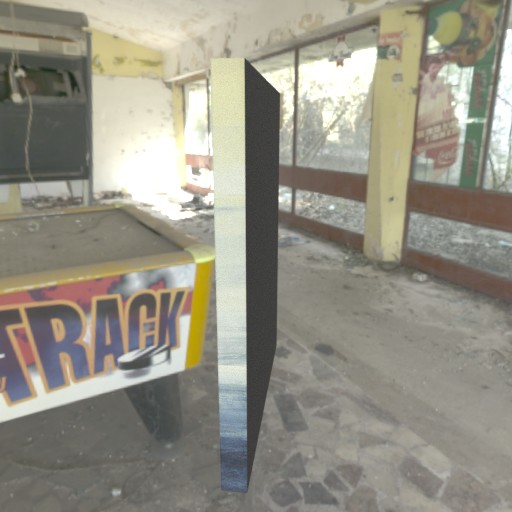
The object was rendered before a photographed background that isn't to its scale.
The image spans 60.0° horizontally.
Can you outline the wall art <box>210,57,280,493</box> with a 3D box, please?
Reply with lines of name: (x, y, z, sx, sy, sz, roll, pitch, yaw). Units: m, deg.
wall art: (0.000, 0.000, 0.825, 0.040, 0.608, 0.489, 2, 16, 7)
